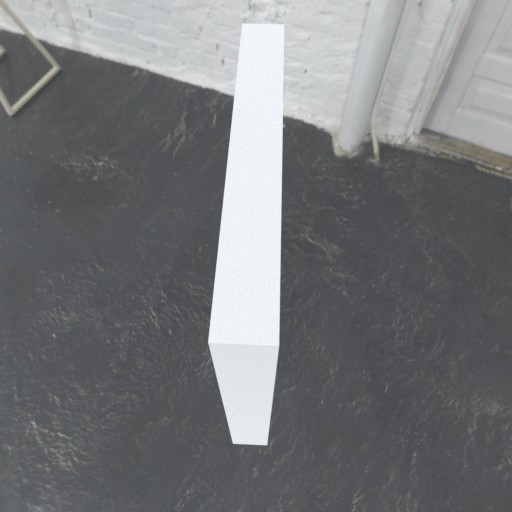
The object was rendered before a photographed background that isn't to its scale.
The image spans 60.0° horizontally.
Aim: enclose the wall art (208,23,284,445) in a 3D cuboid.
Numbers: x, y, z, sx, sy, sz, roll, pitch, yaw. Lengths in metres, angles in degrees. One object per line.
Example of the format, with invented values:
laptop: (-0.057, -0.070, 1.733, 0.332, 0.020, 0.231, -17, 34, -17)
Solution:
wall art: (0.000, 0.000, 0.448, 0.038, 0.304, 0.305, 2, 58, 1)
